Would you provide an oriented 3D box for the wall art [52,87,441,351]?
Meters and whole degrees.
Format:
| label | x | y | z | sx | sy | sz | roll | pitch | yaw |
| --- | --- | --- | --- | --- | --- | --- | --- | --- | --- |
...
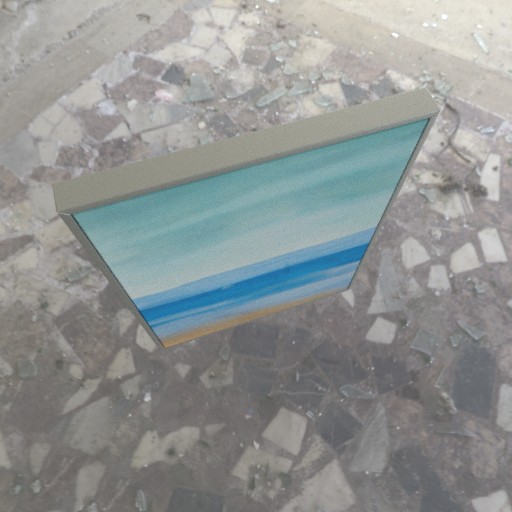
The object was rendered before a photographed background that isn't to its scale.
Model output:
| label | x | y | z | sx | sy | sz | roll | pitch | yaw |
| --- | --- | --- | --- | --- | --- | --- | --- | --- | --- |
| wall art | 0.000 | 0.000 | 0.742 | 0.445 | 0.553 | 0.039 | -17 | 65 | -8 |
